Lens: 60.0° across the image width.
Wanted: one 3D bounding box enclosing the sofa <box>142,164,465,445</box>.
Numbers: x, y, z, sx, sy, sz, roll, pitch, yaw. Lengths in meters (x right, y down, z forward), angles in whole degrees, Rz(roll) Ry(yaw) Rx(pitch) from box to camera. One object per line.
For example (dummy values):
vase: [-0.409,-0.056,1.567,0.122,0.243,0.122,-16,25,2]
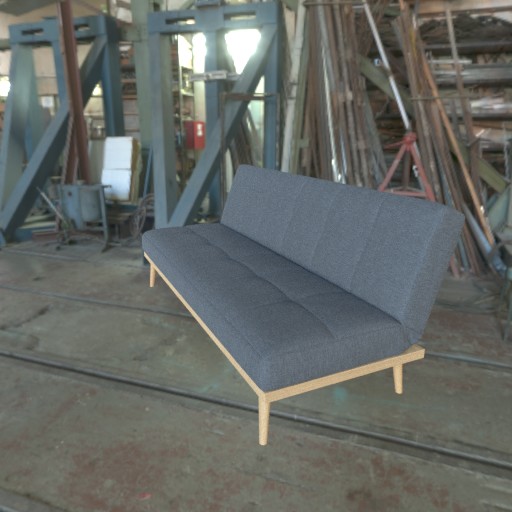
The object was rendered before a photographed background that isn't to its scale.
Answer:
sofa: [0.000,0.000,2.270,0.820,0.770,1.820,-8,18,-24]
